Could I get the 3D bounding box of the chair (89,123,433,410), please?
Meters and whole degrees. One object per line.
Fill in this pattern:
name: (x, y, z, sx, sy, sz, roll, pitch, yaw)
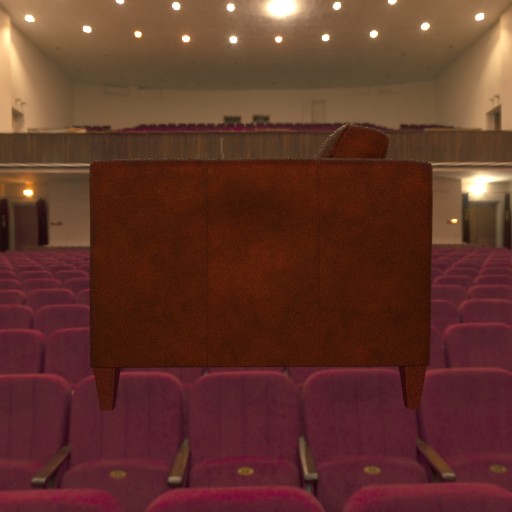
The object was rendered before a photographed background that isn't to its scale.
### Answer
chair: (0.000, 0.000, 1.712, 0.975, 0.864, 0.990, 0, 1, -1)
